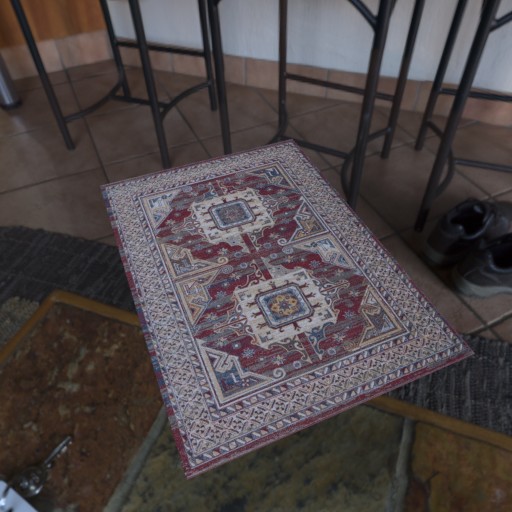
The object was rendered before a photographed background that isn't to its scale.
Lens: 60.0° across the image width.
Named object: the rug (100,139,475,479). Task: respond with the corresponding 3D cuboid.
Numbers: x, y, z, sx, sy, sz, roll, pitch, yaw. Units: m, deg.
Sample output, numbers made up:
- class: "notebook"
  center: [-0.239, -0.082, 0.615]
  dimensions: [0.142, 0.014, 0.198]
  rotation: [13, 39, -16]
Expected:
- class: "rug"
  center: [0.000, 0.000, 2.842]
  dimensions: [1.599, 0.011, 2.210]
  rotation: [-17, 50, -15]
